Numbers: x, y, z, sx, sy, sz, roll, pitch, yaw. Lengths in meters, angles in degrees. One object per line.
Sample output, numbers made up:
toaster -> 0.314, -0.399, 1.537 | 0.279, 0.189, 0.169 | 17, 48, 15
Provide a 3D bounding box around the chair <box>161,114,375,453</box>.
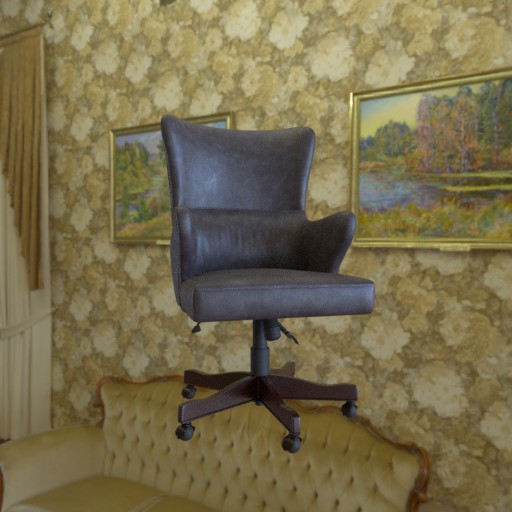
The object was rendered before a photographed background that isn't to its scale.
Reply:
chair -> 0.000, 0.000, 1.487 | 0.594, 1.037, 0.717 | 0, 1, -17
